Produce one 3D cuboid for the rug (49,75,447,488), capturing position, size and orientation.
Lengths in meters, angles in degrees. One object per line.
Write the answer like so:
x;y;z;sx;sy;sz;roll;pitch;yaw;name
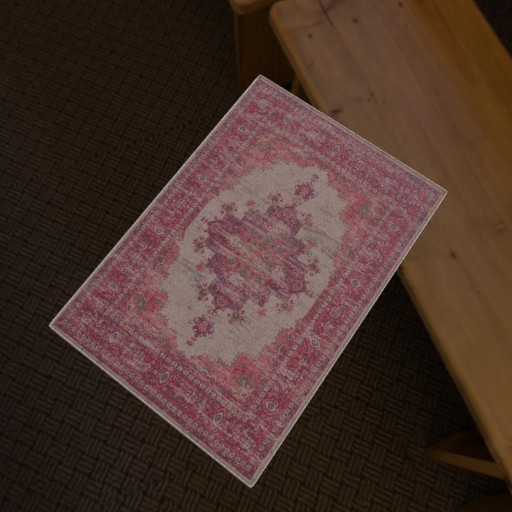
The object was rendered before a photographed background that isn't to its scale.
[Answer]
0.000;0.000;3.674;2.005;0.014;2.878;35;78;9;rug
